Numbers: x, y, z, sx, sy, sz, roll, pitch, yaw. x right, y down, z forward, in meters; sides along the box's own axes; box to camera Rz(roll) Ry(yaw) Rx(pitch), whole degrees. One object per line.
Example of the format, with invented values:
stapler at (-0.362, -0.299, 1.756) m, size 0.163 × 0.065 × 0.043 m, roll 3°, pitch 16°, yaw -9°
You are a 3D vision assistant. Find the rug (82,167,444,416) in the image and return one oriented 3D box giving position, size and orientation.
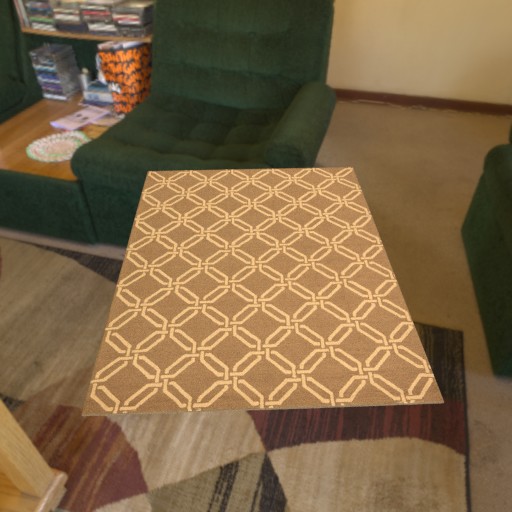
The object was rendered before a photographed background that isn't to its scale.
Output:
rug at (0.000, 0.000, 3.863) m, size 2.288 × 0.018 × 2.895 m, roll -1°, pitch 42°, yaw -2°
